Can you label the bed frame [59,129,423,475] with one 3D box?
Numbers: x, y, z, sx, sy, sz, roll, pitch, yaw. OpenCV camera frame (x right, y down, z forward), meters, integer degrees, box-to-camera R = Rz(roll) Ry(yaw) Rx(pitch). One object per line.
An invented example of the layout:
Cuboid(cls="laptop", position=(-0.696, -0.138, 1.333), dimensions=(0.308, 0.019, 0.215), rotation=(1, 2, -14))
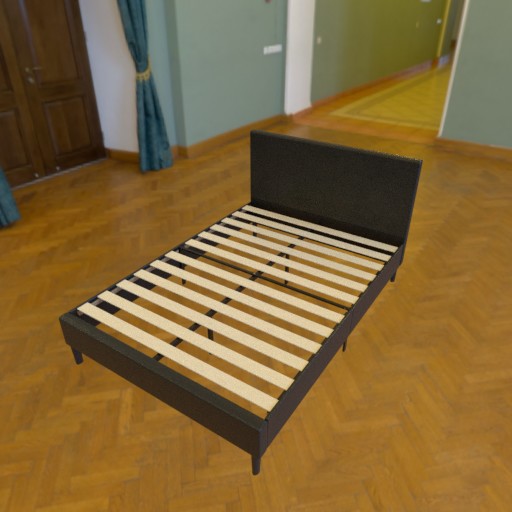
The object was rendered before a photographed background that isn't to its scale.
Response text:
Cuboid(cls="bed frame", position=(0.000, 0.000, 3.043), dimensions=(1.469, 1.046, 2.152), rotation=(19, 36, 28))
